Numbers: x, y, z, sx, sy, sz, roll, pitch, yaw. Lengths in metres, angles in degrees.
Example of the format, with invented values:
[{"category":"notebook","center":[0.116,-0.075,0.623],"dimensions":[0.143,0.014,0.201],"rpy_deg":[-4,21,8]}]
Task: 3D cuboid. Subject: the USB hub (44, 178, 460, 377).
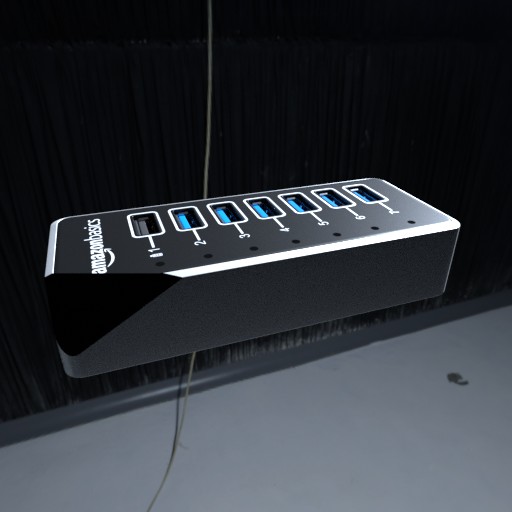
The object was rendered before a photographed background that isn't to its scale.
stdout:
[{"category":"USB hub","center":[0.000,0.000,0.131],"dimensions":[0.110,0.023,0.044],"rpy_deg":[-10,30,-17]}]
